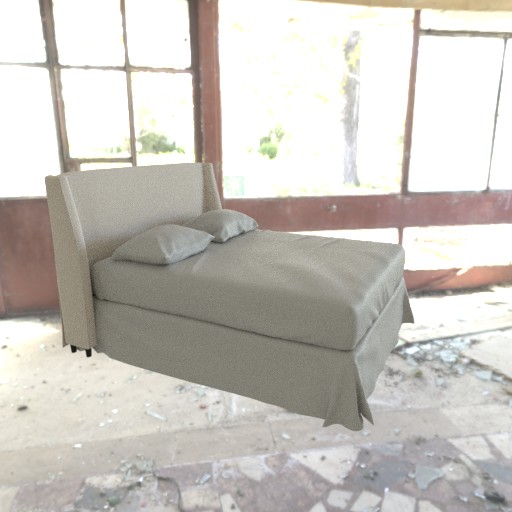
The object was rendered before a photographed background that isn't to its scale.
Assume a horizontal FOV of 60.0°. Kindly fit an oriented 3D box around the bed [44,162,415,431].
[{"bbox_3d":[0.000,0.000,3.466,2.276,1.332,1.925,7,17,26],"label":"bed"}]
